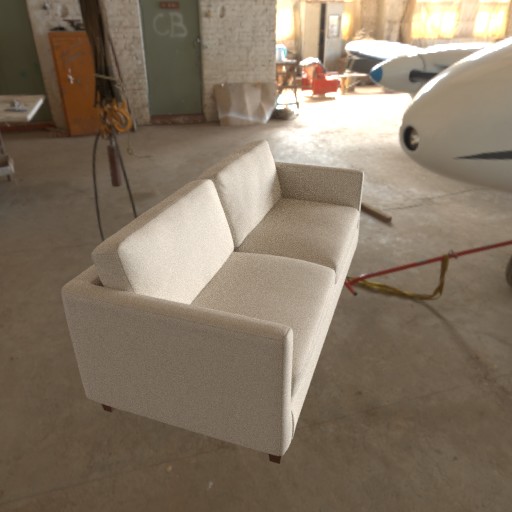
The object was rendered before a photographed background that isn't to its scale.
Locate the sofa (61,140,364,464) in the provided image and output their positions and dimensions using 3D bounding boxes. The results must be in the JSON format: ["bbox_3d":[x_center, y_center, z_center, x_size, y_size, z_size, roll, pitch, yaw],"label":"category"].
[{"bbox_3d":[0.000,0.000,2.512,0.965,0.889,1.981,9,29,17],"label":"sofa"}]
